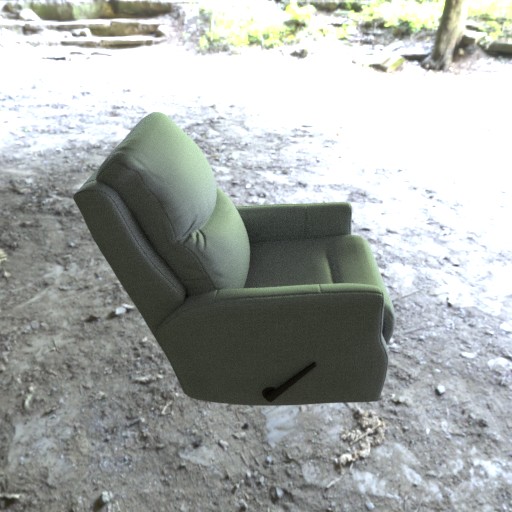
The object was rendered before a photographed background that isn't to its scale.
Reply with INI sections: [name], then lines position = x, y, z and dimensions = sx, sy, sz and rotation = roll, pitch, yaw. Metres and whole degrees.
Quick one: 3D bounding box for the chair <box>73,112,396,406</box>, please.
[chair]
position = 0.000, 0.000, 1.793
dimensions = 1.080, 1.030, 0.829
rotation = 1, 32, 1
